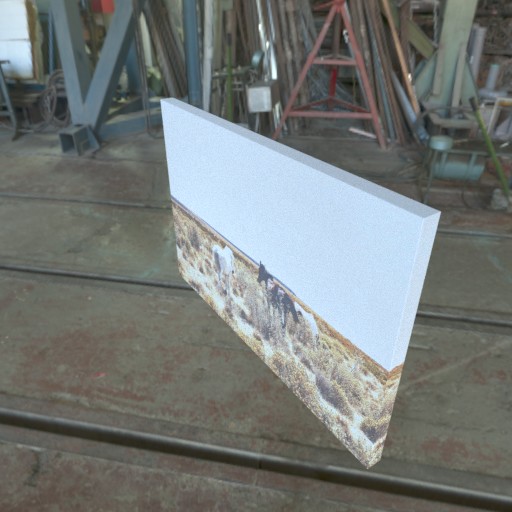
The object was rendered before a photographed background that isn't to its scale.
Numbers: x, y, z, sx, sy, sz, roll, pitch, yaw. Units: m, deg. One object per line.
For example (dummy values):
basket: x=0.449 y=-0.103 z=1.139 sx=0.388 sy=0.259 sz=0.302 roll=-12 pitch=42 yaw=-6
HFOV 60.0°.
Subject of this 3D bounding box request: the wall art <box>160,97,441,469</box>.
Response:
wall art: x=0.000 y=0.000 z=1.409 sx=0.051 sy=0.761 sz=1.138 roll=-20 pitch=37 yaw=-29
